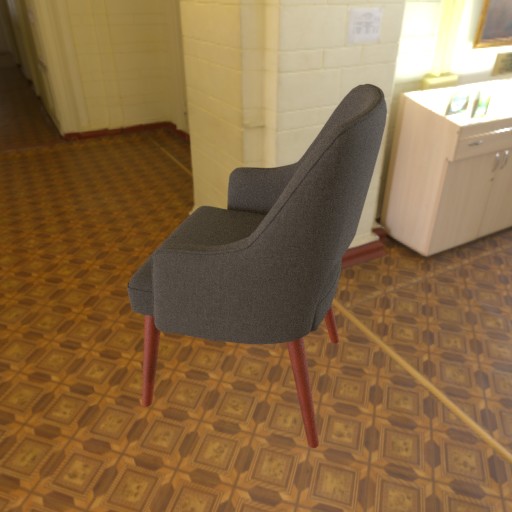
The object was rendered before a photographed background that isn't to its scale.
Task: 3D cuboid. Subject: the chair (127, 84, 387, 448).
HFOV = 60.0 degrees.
[{"bbox_3d":[0.000,0.000,1.176,0.560,0.838,0.559,9,32,14],"label":"chair"}]
